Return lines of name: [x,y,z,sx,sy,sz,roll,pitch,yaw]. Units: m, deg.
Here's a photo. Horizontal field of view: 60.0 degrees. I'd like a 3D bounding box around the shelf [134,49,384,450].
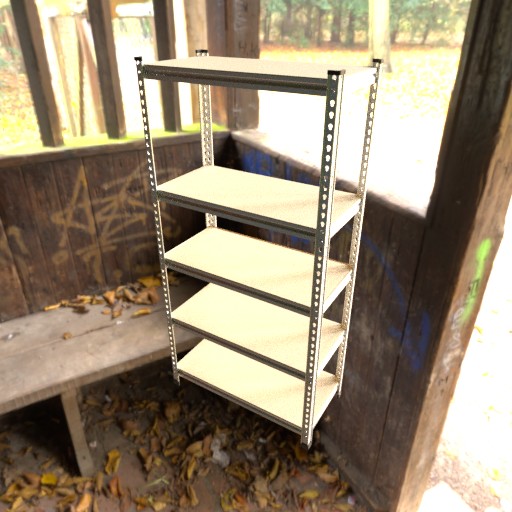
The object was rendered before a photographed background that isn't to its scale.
shelf: [0.000,0.000,2.233,0.914,1.829,0.457,17,33,27]
